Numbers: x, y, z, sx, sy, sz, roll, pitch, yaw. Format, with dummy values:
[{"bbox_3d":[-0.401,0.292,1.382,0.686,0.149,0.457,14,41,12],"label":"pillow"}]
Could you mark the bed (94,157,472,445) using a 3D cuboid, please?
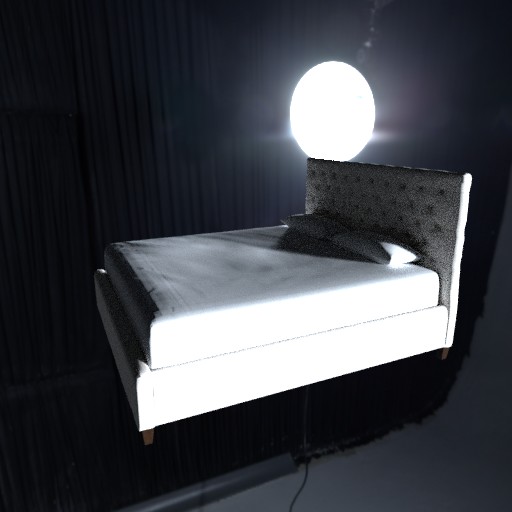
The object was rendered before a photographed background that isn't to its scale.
[{"bbox_3d":[0.000,0.000,3.649,2.387,1.427,2.078,-7,18,-24],"label":"bed"}]
